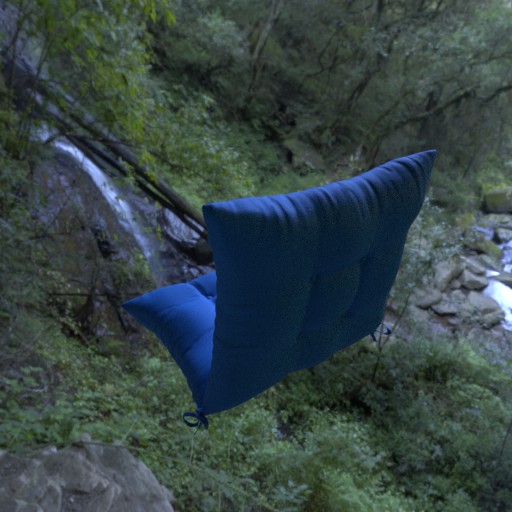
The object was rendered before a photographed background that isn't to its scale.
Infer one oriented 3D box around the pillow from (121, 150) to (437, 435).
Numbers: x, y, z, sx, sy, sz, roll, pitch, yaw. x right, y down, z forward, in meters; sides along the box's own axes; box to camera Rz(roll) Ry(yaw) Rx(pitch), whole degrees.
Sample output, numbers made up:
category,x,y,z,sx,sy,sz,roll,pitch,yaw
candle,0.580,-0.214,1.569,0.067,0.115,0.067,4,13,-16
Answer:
category,x,y,z,sx,sy,sz,roll,pitch,yaw
pillow,0.000,0.000,1.022,0.541,0.536,0.585,-18,34,-29
